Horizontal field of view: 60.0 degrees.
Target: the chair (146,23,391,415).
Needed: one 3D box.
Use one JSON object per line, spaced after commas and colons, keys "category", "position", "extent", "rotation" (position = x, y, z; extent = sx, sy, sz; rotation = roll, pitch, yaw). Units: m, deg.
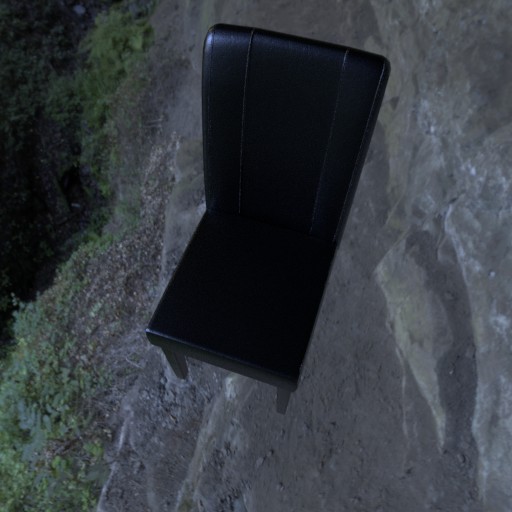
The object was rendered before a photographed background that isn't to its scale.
{"category": "chair", "position": [0.000, 0.000, 1.151], "extent": [0.399, 0.897, 0.556], "rotation": [16, 60, 10]}
